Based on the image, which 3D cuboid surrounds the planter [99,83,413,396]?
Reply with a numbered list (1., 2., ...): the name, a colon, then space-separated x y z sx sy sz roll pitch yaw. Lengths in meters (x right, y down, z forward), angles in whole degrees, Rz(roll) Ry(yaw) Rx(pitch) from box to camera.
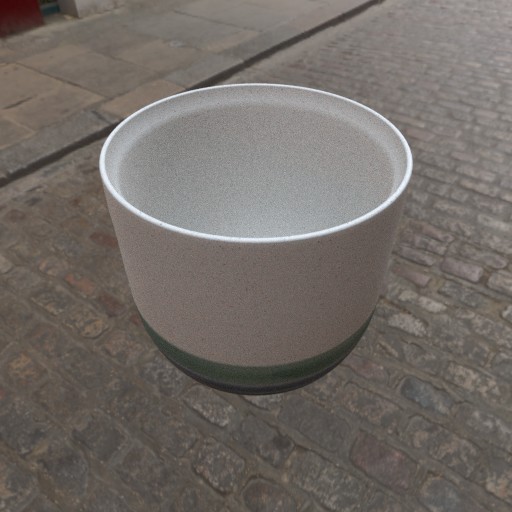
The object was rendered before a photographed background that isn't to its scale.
1. planter: 0.000 0.000 0.478 0.268 0.270 0.268 0 43 0
